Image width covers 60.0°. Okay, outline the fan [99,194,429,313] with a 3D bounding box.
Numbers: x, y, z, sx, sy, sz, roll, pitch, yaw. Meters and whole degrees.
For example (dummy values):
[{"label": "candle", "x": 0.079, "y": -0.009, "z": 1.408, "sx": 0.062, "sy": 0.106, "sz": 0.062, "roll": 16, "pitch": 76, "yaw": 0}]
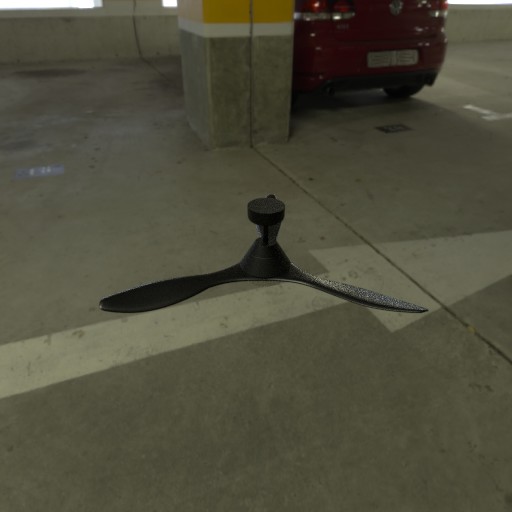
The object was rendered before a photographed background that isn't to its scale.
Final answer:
[{"label": "fan", "x": 0.000, "y": 0.000, "z": 1.617, "sx": 1.067, "sy": 0.305, "sz": 1.067, "roll": -23, "pitch": 38, "yaw": -33}]
